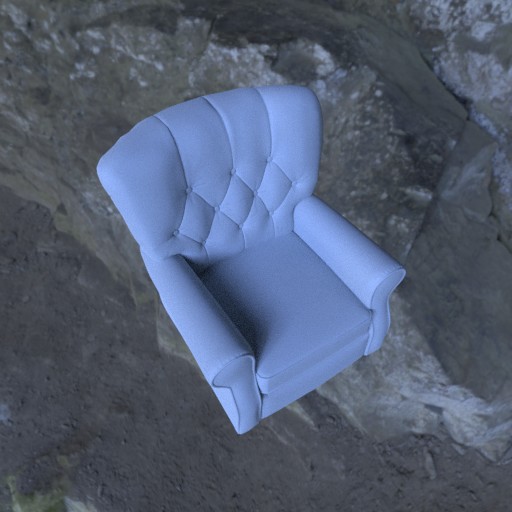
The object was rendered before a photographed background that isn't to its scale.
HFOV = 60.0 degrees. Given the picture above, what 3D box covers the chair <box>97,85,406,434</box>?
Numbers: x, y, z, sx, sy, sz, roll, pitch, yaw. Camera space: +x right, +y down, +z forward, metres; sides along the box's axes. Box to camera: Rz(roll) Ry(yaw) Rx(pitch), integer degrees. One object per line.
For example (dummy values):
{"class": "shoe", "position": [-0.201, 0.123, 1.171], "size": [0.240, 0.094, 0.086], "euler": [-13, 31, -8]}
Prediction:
{"class": "chair", "position": [0.000, 0.000, 2.140], "size": [1.090, 1.217, 1.128], "euler": [-25, 52, -21]}
